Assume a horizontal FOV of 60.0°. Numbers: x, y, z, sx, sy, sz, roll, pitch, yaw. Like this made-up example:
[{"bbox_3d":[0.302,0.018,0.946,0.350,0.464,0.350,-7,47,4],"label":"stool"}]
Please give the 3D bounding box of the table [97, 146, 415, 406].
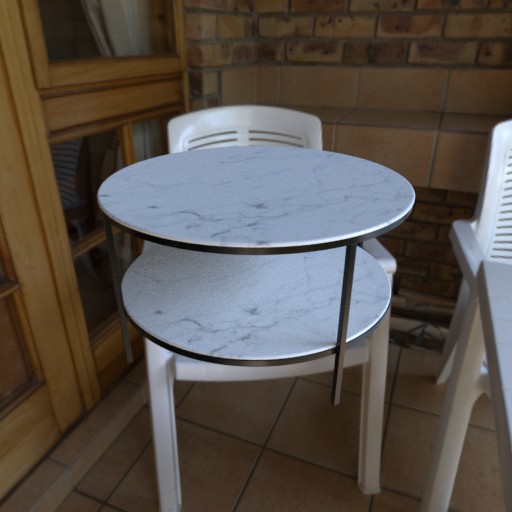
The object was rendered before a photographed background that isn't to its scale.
[{"bbox_3d":[0.000,0.000,1.270,0.800,0.450,0.800,0,27,0],"label":"table"}]
